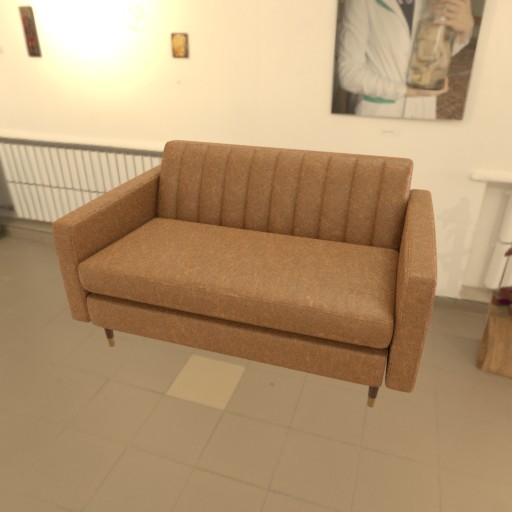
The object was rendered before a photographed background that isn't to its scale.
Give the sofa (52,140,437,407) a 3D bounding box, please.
[{"bbox_3d":[0.000,0.000,2.113,1.549,0.820,0.960,9,29,16],"label":"sofa"}]
